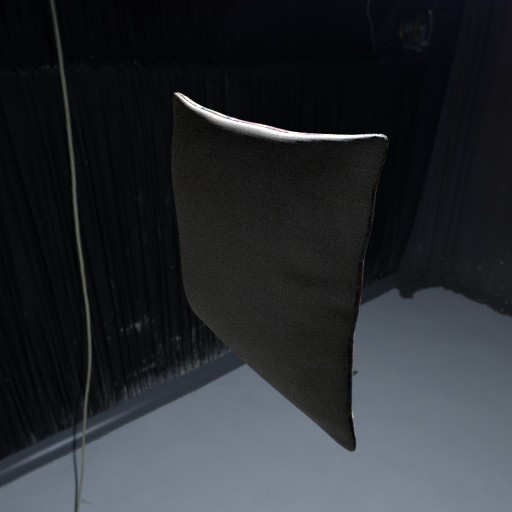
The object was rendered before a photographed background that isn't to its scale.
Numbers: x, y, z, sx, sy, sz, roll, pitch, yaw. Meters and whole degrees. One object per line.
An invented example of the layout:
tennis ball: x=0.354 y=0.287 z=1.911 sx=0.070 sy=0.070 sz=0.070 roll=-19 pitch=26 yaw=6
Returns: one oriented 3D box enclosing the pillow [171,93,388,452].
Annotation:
pillow: x=0.000 y=0.000 z=0.791 sx=0.166 sy=0.506 sz=0.523 roll=-18 pitch=32 yaw=-32
